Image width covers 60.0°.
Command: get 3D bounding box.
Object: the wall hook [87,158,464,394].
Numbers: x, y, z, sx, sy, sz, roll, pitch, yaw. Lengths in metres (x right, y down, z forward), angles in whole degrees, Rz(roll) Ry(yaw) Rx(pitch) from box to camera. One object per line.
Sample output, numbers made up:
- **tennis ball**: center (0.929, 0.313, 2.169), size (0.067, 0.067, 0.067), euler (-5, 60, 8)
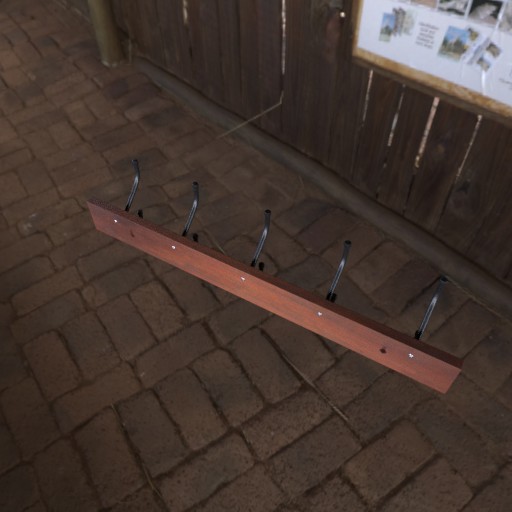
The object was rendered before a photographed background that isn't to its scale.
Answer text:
- **wall hook**: center (0.000, 0.000, 0.614), size (0.571, 0.117, 0.071), euler (23, 51, 20)
